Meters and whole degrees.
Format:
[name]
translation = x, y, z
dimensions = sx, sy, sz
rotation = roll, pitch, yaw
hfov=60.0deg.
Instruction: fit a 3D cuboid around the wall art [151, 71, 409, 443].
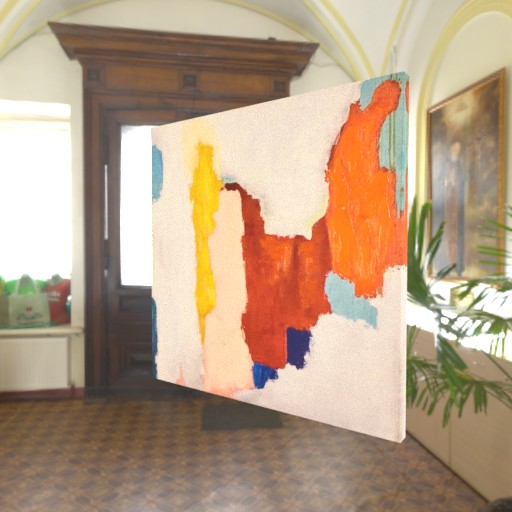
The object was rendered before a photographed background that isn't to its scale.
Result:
[wall art]
translation = 0.000, 0.000, 1.220
dimensions = 0.814, 0.814, 0.037
rotation = 1, 2, 36
